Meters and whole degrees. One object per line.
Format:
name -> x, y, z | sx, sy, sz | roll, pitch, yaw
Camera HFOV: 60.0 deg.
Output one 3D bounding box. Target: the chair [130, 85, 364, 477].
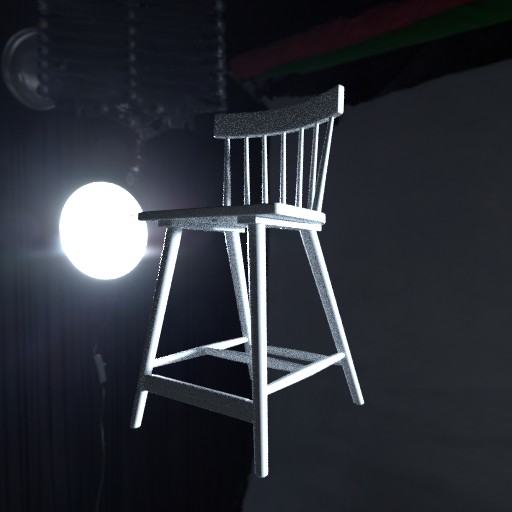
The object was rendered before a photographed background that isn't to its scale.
chair -> 0.000, 0.000, 1.313 | 0.483, 0.952, 0.572 | 1, 2, 37
